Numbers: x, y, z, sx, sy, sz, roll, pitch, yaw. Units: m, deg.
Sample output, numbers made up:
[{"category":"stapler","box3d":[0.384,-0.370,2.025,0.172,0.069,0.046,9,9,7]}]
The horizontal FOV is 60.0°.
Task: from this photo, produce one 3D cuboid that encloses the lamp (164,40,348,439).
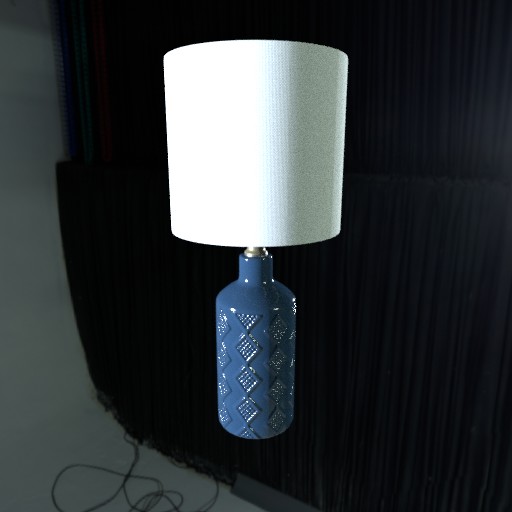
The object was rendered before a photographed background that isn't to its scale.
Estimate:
[{"category":"lamp","box3d":[0.000,0.000,0.563,0.207,0.461,0.207,7,16,26]}]
